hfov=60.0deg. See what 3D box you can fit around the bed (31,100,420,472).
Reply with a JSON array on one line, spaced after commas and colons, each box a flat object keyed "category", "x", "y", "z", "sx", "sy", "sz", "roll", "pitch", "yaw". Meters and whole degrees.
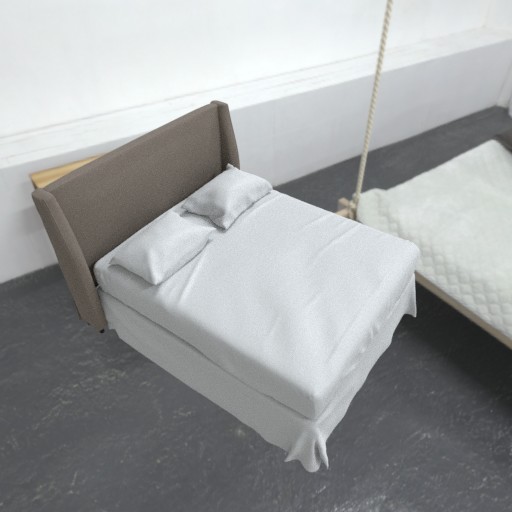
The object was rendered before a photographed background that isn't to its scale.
[{"category": "bed", "x": 0.000, "y": 0.000, "z": 3.382, "sx": 2.276, "sy": 1.332, "sz": 1.925, "roll": 25, "pitch": 47, "yaw": 26}]
